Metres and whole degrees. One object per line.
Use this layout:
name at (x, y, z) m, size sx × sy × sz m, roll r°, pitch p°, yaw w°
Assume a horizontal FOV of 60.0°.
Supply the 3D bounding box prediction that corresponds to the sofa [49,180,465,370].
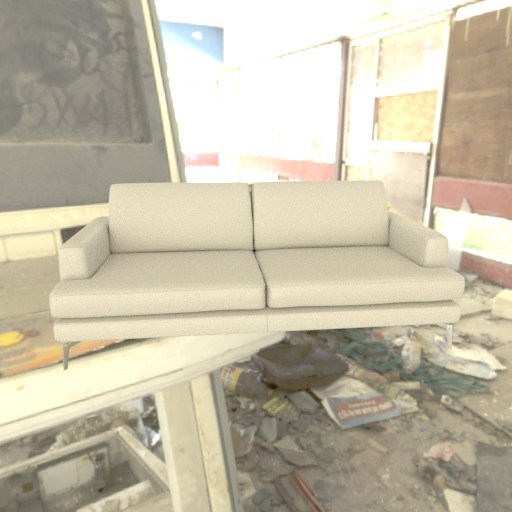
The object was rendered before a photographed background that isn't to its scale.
sofa at (0.000, 0.000, 2.473) m, size 1.940 × 0.765 × 0.974 m, roll -2°, pitch 16°, yaw -6°
